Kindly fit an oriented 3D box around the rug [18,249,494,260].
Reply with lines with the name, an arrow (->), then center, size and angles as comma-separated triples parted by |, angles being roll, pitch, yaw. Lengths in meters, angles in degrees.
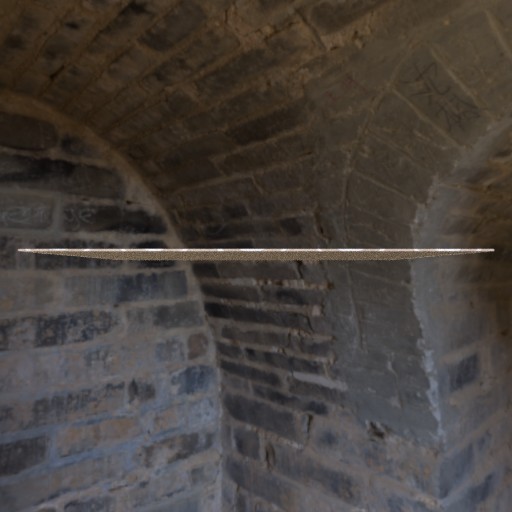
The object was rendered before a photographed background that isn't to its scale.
rug -> 0.000, 0.000, 2.736 | 2.134, 0.010, 1.524 | 0, -2, 0
